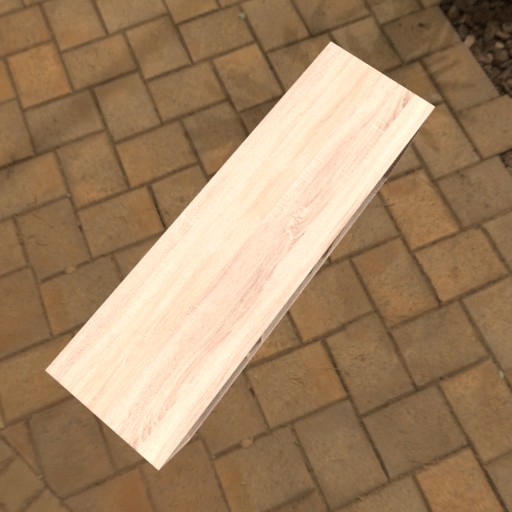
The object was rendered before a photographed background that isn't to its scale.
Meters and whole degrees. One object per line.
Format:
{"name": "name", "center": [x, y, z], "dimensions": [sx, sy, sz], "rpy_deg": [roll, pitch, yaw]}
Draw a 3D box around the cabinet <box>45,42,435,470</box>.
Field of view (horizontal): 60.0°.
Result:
{"name": "cabinet", "center": [0.000, 0.000, 1.981], "dimensions": [0.500, 0.780, 1.650], "rpy_deg": [37, 78, 9]}
